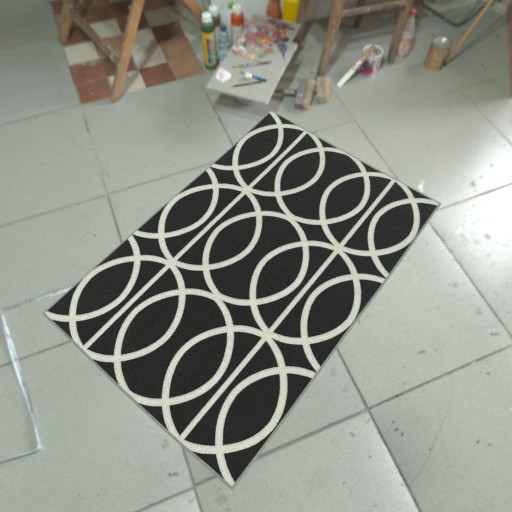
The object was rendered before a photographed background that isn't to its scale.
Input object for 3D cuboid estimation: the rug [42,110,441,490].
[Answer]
[{"bbox_3d":[0.000,0.000,2.900,1.526,0.014,2.290,35,66,18],"label":"rug"}]
